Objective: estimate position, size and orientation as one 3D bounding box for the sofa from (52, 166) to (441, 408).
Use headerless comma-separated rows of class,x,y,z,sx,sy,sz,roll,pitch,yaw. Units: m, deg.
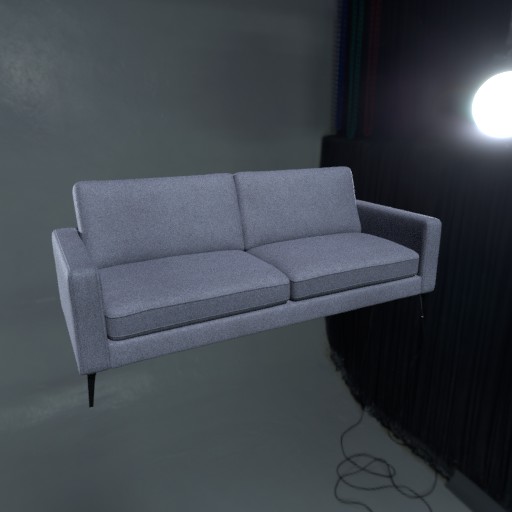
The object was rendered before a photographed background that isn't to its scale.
sofa,0.000,0.000,2.371,1.925,0.828,0.774,-9,19,-26
